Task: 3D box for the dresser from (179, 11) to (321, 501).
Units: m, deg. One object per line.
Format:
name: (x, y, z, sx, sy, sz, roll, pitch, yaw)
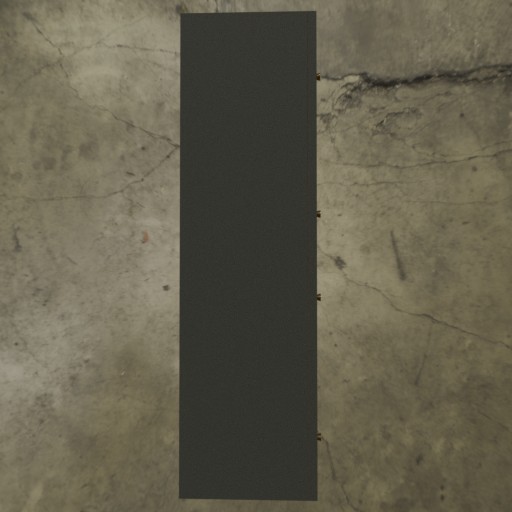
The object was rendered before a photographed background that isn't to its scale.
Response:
dresser: (0.000, 0.000, 1.850, 0.463, 0.872, 1.558, 0, 89, 2)
